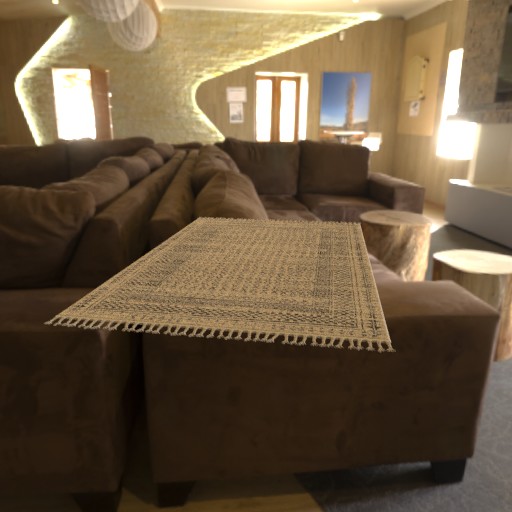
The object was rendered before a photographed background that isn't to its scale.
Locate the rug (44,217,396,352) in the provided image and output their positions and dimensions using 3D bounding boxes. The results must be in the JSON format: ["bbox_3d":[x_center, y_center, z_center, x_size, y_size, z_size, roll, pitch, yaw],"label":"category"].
[{"bbox_3d":[0.000,0.000,3.047,1.548,0.013,2.486,3,17,9],"label":"rug"}]
